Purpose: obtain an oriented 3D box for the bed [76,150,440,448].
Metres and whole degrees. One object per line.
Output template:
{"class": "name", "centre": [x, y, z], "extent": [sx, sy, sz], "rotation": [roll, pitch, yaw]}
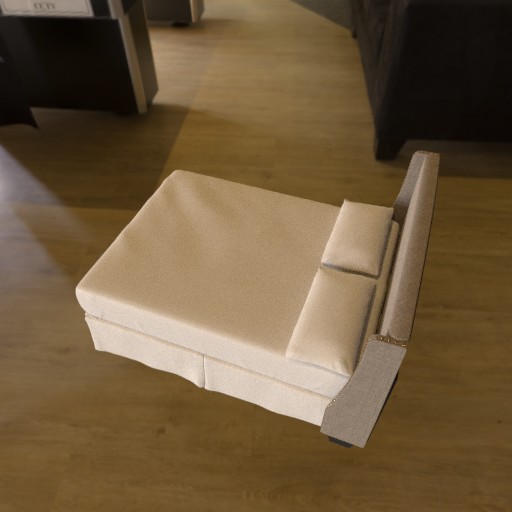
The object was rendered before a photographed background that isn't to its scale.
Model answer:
{"class": "bed", "centre": [0.000, 0.000, 3.325], "extent": [2.237, 1.407, 1.710], "rotation": [16, 49, 14]}
